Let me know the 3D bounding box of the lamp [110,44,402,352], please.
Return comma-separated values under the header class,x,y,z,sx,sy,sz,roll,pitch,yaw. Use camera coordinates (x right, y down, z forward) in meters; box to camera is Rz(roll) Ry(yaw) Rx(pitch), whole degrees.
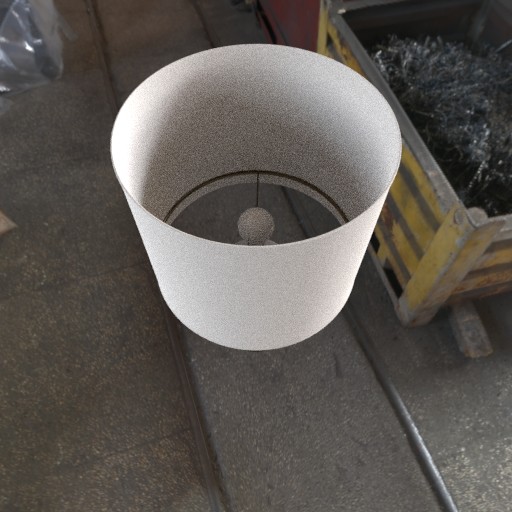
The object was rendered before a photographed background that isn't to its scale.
class,x,y,z,sx,sy,sz,roll,pitch,yaw
lamp,0.000,0.000,0.513,0.229,0.380,0.229,0,58,0
